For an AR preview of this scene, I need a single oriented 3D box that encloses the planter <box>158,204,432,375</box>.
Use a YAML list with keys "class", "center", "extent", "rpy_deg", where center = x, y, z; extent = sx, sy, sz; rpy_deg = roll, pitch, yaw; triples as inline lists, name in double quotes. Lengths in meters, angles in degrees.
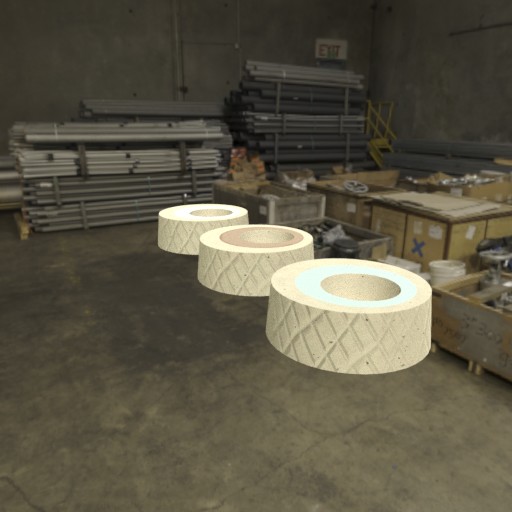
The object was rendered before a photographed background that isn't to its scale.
- class: "planter"
  center: [0.000, 0.000, 0.427]
  extent: [0.114, 0.038, 0.390]
  rpy_deg: [-9, 19, -26]
